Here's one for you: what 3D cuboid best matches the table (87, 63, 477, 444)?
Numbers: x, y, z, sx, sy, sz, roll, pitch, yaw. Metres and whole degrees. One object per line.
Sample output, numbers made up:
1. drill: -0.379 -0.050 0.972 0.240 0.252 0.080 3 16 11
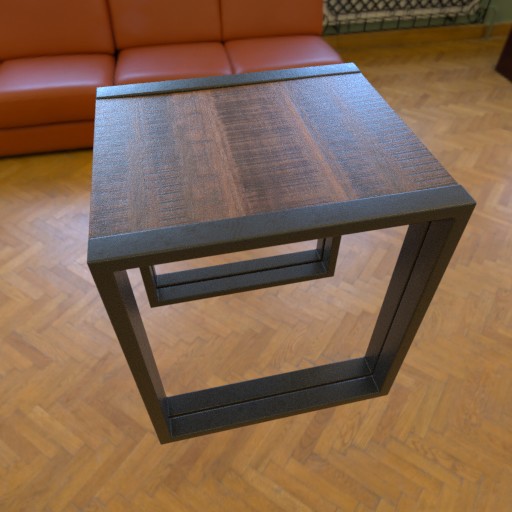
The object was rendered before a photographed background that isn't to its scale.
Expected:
1. table: 0.000 0.000 0.896 0.500 0.550 0.449 -9 47 -9
